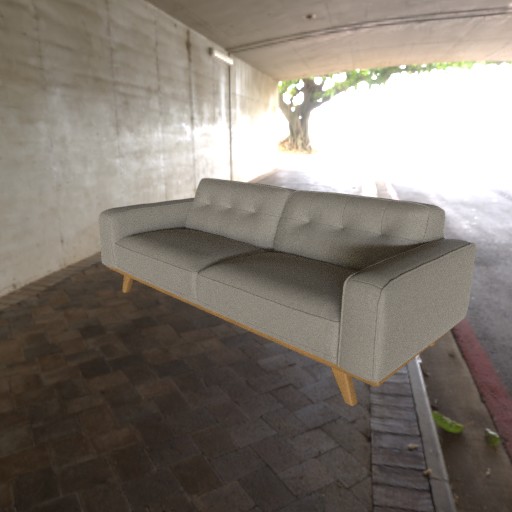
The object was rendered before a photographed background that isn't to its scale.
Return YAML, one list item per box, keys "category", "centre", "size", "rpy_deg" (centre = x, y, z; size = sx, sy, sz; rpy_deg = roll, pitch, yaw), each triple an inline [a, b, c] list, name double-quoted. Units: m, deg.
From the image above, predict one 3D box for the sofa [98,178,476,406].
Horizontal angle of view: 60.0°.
- category: "sofa"
  centre: [0.000, 0.000, 2.723]
  size: [0.956, 0.781, 2.270]
  rpy_deg: [-15, 22, -43]
